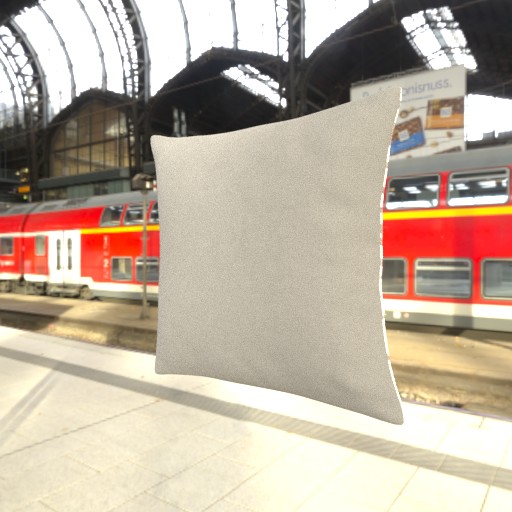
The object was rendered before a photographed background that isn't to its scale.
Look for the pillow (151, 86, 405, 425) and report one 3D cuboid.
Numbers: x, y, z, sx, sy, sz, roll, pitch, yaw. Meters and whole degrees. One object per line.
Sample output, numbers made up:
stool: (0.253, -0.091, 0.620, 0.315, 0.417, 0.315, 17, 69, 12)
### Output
pillow: (0.000, 0.000, 0.803, 0.526, 0.507, 0.166, 0, 1, 34)
